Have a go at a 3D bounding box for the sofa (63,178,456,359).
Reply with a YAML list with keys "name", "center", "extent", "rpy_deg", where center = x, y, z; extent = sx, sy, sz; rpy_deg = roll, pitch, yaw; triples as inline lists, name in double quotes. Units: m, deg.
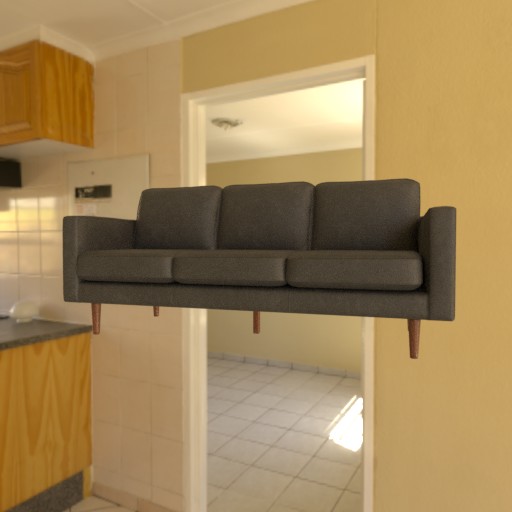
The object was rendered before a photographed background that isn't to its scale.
- name: "sofa"
  center: [0.000, 0.000, 2.551]
  extent: [2.029, 0.899, 0.879]
  rpy_deg: [1, 2, 18]
